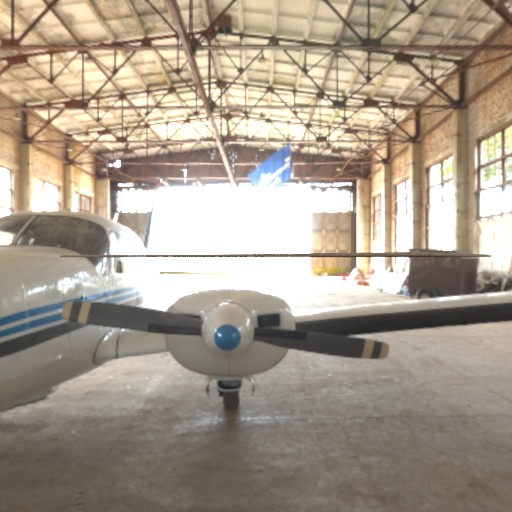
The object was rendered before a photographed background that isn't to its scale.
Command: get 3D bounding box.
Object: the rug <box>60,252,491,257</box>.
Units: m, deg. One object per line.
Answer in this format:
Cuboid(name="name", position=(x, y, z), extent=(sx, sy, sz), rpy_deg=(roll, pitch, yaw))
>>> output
Cuboid(name="rug", position=(0.000, 0.000, 1.382), extent=(1.220, 0.007, 0.605), rpy_deg=(0, 0, 37))
